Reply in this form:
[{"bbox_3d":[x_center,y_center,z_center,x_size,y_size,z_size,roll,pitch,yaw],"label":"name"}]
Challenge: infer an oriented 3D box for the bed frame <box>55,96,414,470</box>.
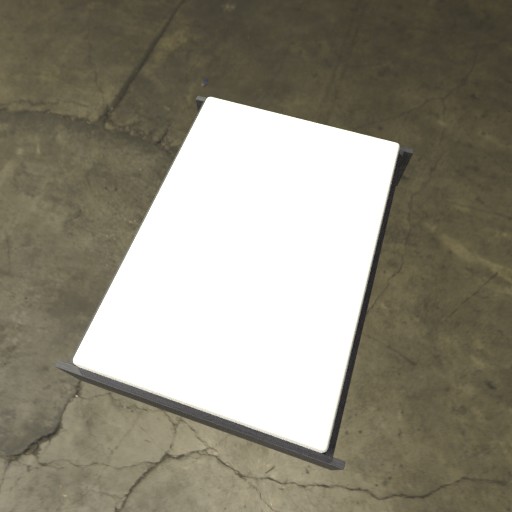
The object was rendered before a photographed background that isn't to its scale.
[{"bbox_3d":[0.000,0.000,2.666,1.490,0.432,1.950,17,65,8],"label":"bed frame"}]
